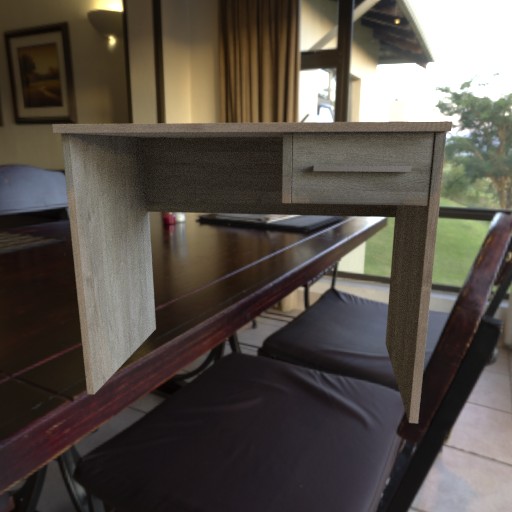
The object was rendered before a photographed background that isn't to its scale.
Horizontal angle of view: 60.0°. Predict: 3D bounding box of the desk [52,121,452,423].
[{"bbox_3d":[0.000,0.000,1.301,0.893,0.724,0.498,2,14,9],"label":"desk"}]
